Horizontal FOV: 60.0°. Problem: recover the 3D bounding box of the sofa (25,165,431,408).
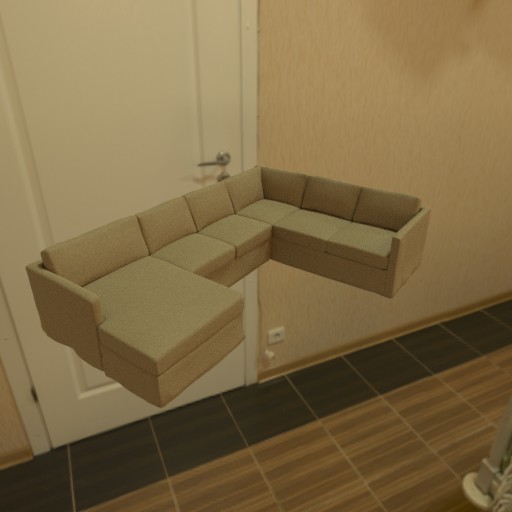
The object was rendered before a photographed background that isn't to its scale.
[{"bbox_3d":[0.000,0.000,4.552,2.476,0.878,3.528,19,33,32],"label":"sofa"}]
